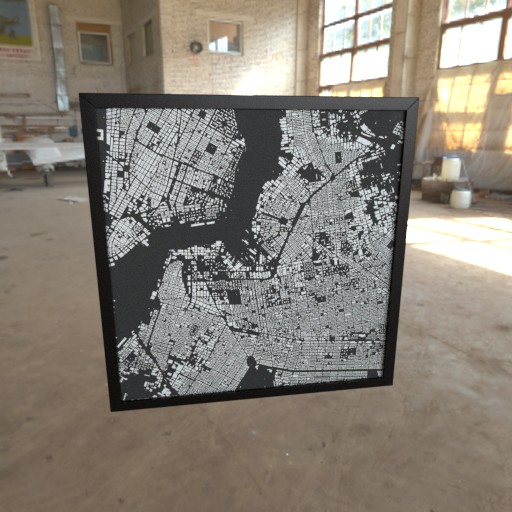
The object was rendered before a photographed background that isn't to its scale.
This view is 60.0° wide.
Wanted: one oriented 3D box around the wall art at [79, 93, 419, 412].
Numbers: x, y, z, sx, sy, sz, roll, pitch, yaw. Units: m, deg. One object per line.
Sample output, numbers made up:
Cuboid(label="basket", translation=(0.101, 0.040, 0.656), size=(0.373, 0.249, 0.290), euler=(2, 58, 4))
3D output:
Cuboid(label="wall art", translation=(0.000, 0.000, 0.442), size=(0.299, 0.299, 0.037), euler=(-3, 16, -9))
